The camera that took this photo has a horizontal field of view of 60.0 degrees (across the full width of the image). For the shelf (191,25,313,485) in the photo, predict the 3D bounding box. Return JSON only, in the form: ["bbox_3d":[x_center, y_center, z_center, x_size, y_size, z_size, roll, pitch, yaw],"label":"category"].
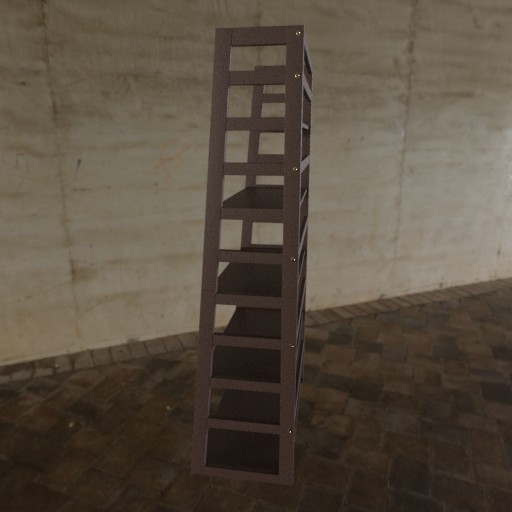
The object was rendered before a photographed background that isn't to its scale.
[{"bbox_3d":[0.000,0.000,1.880,0.403,1.600,0.763,2,15,9],"label":"shelf"}]
